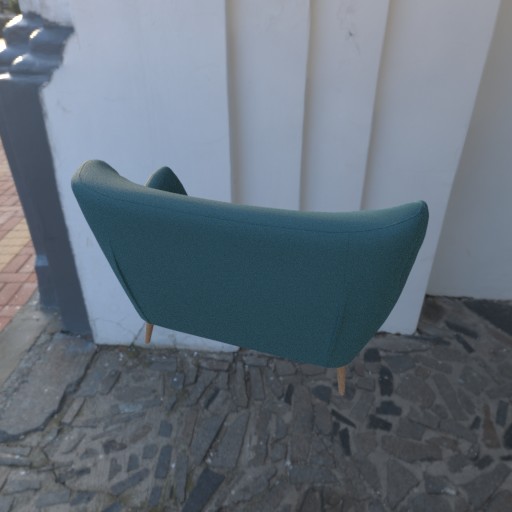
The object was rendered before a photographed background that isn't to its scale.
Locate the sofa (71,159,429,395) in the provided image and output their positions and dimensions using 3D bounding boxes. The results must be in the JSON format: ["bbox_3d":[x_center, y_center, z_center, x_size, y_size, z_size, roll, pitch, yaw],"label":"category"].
[{"bbox_3d":[0.000,0.000,1.979,1.397,0.889,0.889,11,33,16],"label":"sofa"}]
